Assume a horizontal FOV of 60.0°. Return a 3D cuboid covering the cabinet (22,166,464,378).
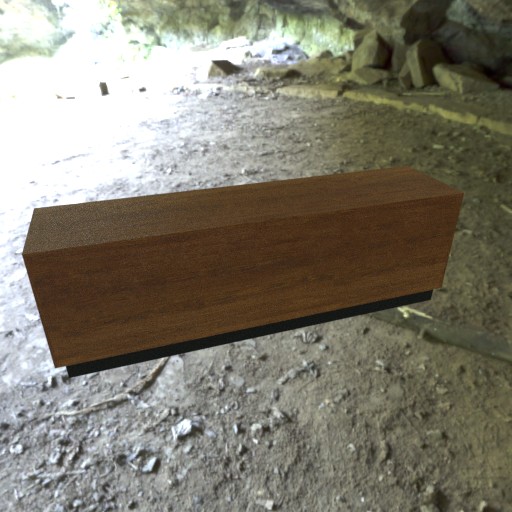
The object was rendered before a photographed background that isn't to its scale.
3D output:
[{"bbox_3d":[0.000,0.000,1.829,1.600,0.510,0.419,-9,30,-16],"label":"cabinet"}]
